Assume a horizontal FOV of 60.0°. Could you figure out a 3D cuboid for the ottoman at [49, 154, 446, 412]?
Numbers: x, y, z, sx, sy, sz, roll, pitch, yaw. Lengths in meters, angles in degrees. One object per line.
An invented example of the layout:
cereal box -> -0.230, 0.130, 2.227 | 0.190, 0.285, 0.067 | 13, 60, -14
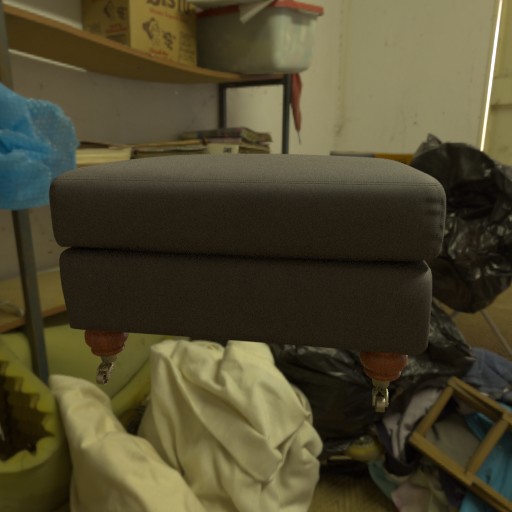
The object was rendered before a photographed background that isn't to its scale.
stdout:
ottoman -> 0.000, 0.000, 1.116 | 0.773, 0.497, 0.574 | 3, 15, 9
